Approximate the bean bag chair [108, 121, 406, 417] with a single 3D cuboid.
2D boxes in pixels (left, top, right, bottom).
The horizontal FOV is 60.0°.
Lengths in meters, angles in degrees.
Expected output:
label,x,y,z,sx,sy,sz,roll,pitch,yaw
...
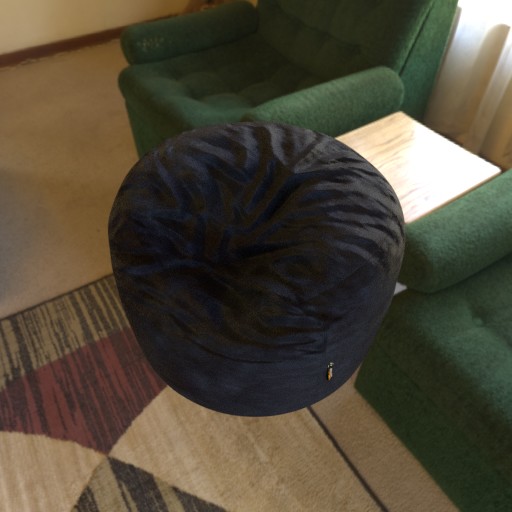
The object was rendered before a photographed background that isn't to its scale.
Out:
label,x,y,z,sx,sy,sz,roll,pitch,yaw
bean bag chair,0.000,0.000,1.496,0.918,0.616,0.918,0,48,0
